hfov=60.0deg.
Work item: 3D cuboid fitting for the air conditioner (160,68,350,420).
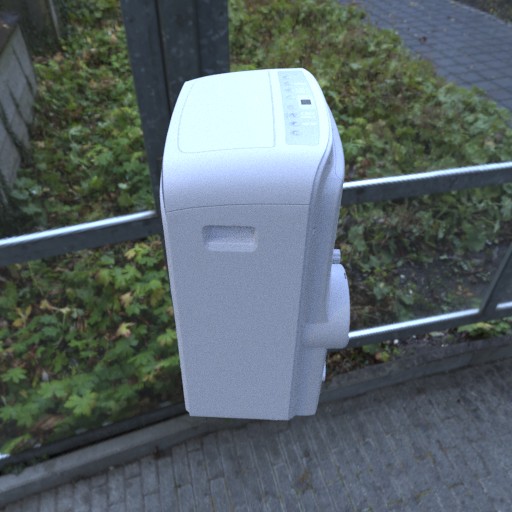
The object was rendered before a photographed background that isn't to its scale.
[{"bbox_3d":[0.000,0.000,0.983,0.365,0.700,0.454,-1,42,-1],"label":"air conditioner"}]
